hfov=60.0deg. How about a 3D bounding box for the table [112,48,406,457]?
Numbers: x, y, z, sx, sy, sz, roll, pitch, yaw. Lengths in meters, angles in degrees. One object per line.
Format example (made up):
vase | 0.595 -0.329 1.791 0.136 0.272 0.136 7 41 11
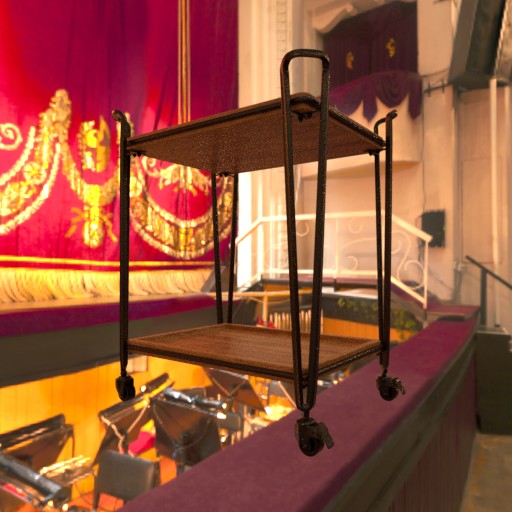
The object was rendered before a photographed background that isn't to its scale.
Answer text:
table | 0.000 0.000 1.214 0.672 0.785 0.505 -1 -1 37
